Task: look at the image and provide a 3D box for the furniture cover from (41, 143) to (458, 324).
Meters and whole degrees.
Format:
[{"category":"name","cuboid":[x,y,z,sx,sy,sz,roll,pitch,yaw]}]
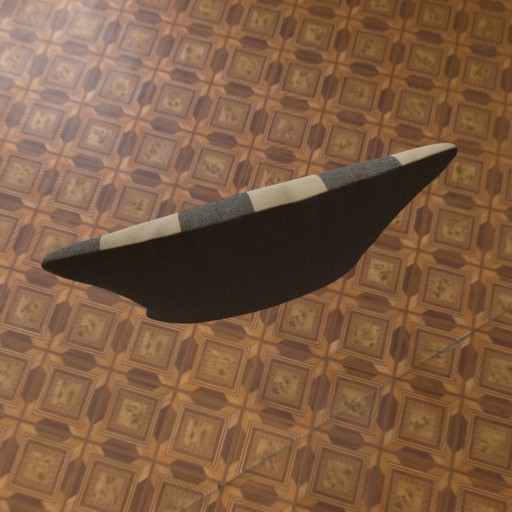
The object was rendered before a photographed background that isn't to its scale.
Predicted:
[{"category":"furniture cover","cuboid":[0.000,0.000,0.763,0.511,0.509,0.161,-16,77,-4]}]
